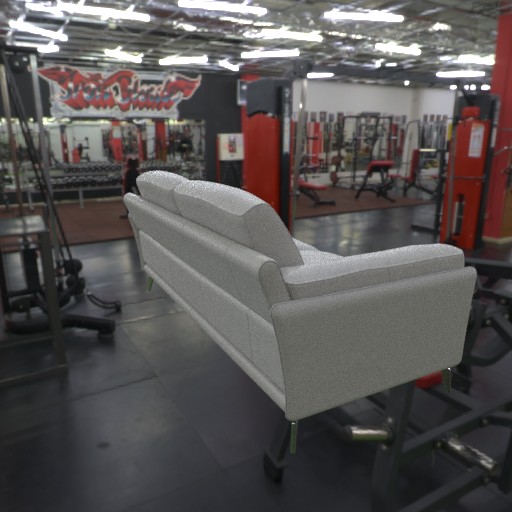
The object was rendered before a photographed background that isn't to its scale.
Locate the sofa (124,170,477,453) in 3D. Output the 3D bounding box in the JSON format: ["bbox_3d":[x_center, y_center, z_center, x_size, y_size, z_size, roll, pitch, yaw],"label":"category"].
[{"bbox_3d":[0.000,0.000,2.556,1.049,0.930,2.101,-8,17,-27],"label":"sofa"}]
